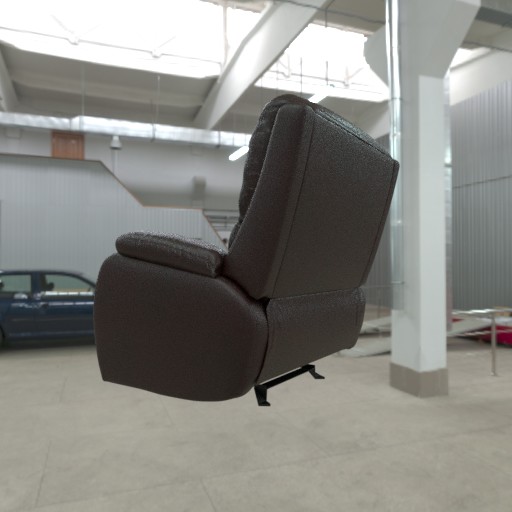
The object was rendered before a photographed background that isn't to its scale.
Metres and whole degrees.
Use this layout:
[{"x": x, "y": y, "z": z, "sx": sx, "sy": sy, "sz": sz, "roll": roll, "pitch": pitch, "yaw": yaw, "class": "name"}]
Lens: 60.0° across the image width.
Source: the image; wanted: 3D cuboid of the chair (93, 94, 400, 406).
[{"x": 0.000, "y": 0.000, "z": 1.772, "sx": 0.899, "sy": 1.011, "sz": 0.930, "roll": 0, "pitch": -1, "yaw": 34, "class": "chair"}]
